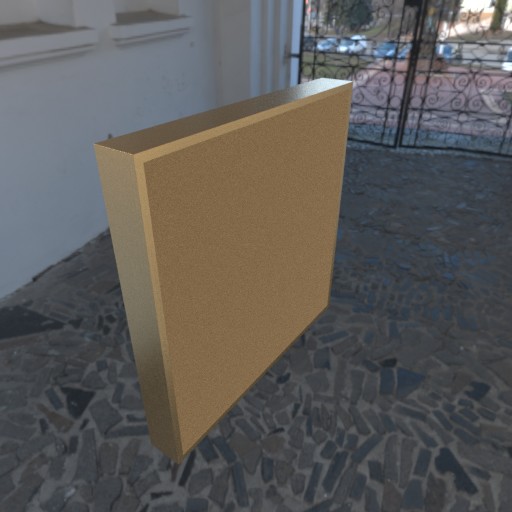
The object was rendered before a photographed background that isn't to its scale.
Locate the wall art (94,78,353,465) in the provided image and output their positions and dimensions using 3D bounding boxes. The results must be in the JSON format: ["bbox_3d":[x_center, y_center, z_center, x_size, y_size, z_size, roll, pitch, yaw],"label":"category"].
[{"bbox_3d":[0.000,0.000,0.460,0.038,0.304,0.304,21,37,30],"label":"wall art"}]
